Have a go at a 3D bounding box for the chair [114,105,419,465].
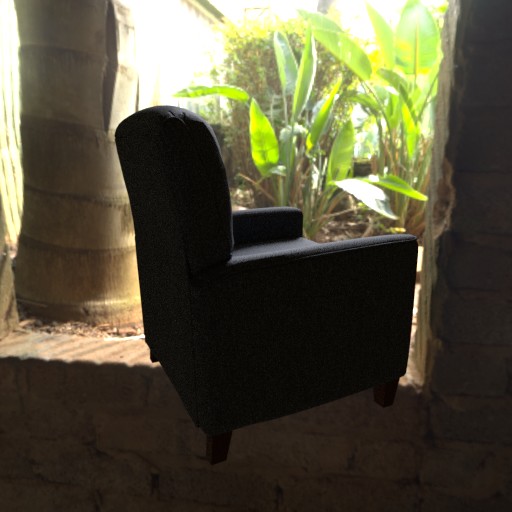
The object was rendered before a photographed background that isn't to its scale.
[{"bbox_3d":[0.000,0.000,1.629,0.850,1.016,0.839,-7,16,-26],"label":"chair"}]
